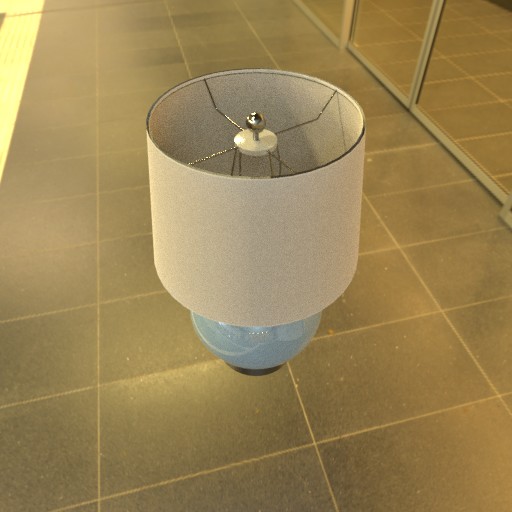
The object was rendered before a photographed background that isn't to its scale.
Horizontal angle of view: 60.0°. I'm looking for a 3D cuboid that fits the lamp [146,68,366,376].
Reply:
[{"bbox_3d":[0.000,0.000,0.558,0.247,0.387,0.247,0,46,0],"label":"lamp"}]
